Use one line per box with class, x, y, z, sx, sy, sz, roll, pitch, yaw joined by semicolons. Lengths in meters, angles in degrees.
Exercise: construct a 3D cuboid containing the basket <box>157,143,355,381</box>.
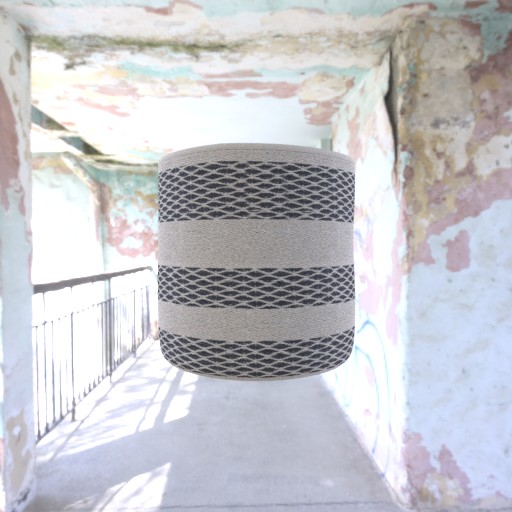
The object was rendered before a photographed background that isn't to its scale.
basket;0.000;0.000;1.086;0.351;0.356;0.917;0;2;0
